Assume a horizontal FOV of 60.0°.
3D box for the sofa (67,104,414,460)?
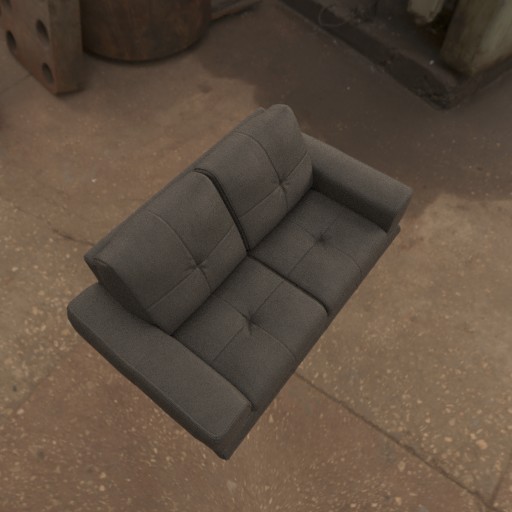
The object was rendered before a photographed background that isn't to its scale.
[{"bbox_3d":[0.000,0.000,2.433,1.018,0.907,1.806,33,63,20],"label":"sofa"}]
